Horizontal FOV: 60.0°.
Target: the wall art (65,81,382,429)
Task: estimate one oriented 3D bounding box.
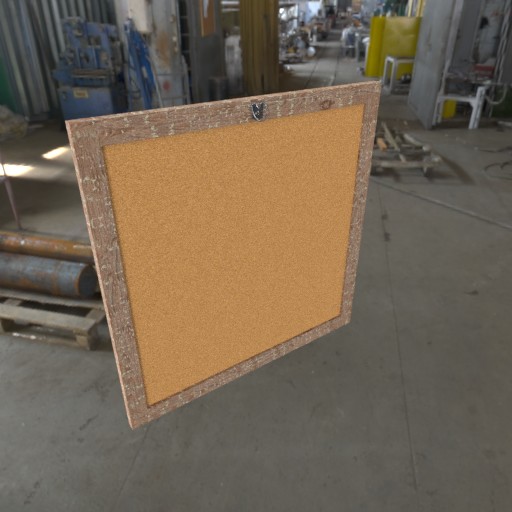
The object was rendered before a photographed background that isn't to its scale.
[{"bbox_3d":[0.000,0.000,0.558,0.380,0.380,0.022,-19,35,-29],"label":"wall art"}]
